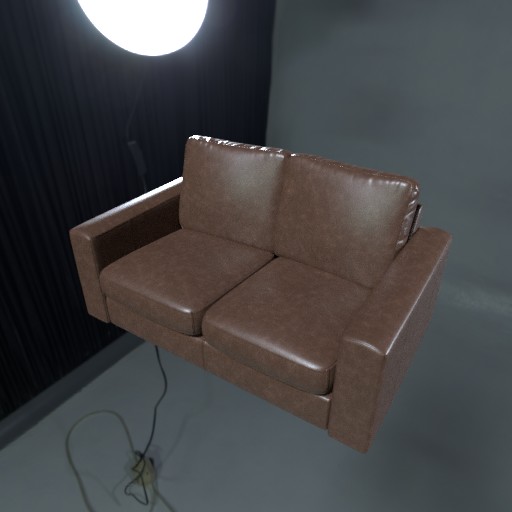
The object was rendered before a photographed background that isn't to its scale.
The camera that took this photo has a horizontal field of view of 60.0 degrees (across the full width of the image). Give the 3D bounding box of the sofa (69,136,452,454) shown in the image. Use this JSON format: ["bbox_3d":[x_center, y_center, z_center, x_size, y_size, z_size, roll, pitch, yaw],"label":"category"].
[{"bbox_3d":[0.000,0.000,2.205,1.616,0.873,1.016,18,36,28],"label":"sofa"}]
